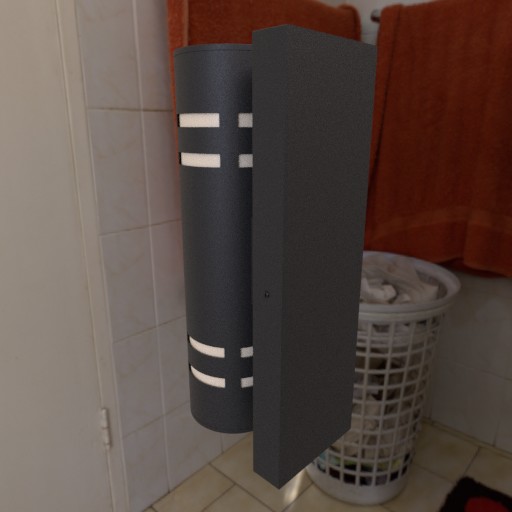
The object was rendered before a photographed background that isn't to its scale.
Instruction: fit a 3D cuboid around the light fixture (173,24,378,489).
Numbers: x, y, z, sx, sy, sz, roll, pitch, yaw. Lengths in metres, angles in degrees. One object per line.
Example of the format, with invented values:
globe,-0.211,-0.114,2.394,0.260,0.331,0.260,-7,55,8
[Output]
light fixture,0.000,0.000,0.386,0.149,0.330,0.105,15,22,42
